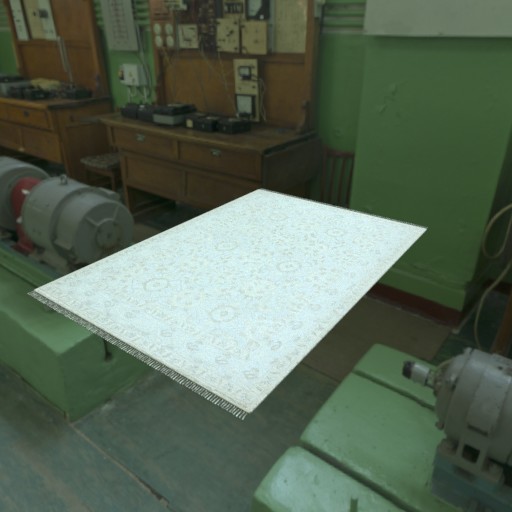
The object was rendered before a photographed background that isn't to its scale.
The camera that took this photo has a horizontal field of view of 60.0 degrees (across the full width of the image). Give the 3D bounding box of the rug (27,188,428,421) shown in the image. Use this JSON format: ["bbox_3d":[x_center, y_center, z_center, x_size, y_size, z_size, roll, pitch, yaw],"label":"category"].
[{"bbox_3d":[0.000,0.000,2.858,1.514,0.011,2.233,19,33,32],"label":"rug"}]
